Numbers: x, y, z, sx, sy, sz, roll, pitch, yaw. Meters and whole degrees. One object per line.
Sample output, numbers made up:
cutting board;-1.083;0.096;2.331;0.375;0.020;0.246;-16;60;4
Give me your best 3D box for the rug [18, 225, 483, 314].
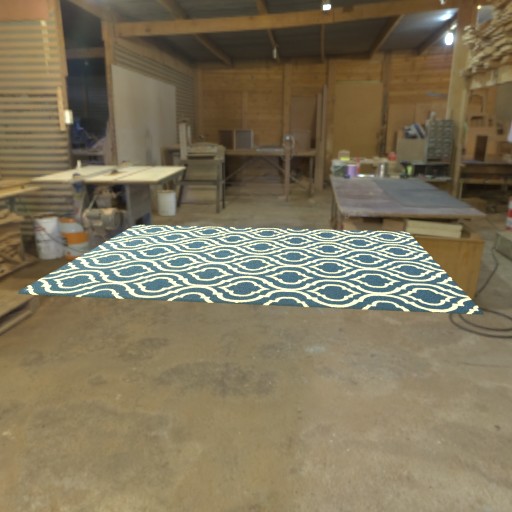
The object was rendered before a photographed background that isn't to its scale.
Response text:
rug;0.000;0.000;2.732;2.134;0.010;1.524;2;16;6
